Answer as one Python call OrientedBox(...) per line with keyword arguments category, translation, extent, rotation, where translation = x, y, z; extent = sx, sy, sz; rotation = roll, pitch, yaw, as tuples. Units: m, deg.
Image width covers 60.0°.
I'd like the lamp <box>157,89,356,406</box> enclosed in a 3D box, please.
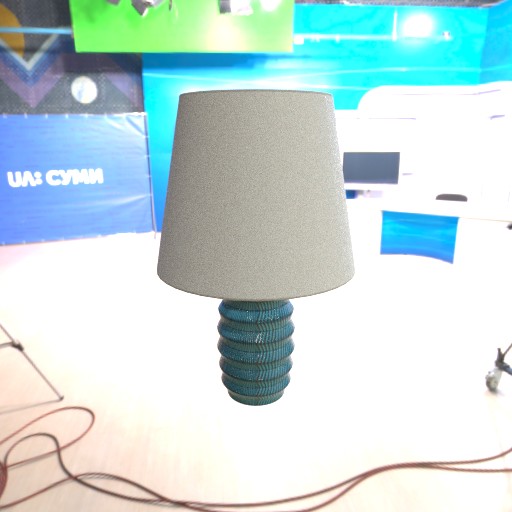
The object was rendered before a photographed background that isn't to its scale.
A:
OrientedBox(category="lamp", translation=(0.000, 0.000, 0.575), extent=(0.254, 0.392, 0.254), rotation=(0, 16, 0))
